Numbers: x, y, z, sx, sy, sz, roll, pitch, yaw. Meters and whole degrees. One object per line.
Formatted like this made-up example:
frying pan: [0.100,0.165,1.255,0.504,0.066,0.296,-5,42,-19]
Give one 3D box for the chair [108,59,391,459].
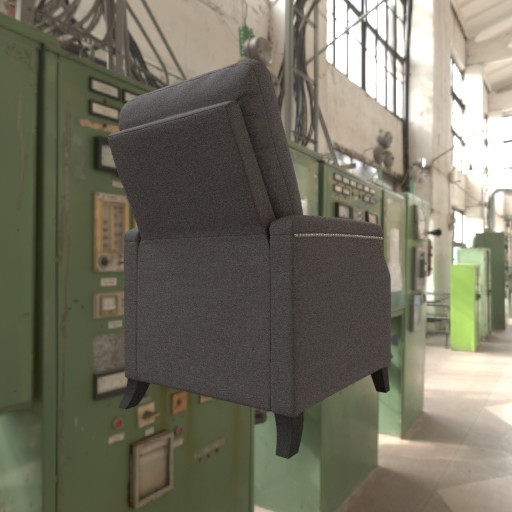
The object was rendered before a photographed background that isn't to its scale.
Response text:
chair: [0.000,0.000,1.602,0.710,1.049,0.922,-1,-1,36]
